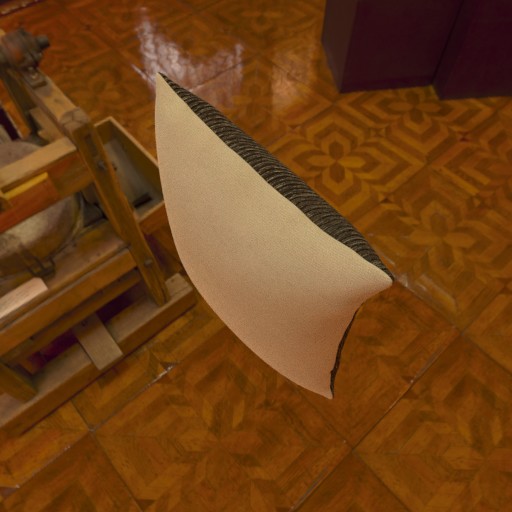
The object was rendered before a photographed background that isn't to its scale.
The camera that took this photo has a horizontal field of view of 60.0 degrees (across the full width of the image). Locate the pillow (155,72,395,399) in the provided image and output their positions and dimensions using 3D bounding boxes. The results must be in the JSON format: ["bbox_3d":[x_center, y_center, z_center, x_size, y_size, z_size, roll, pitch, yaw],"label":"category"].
[{"bbox_3d":[0.000,0.000,0.705,0.196,0.434,0.433,-35,64,-20],"label":"pillow"}]
